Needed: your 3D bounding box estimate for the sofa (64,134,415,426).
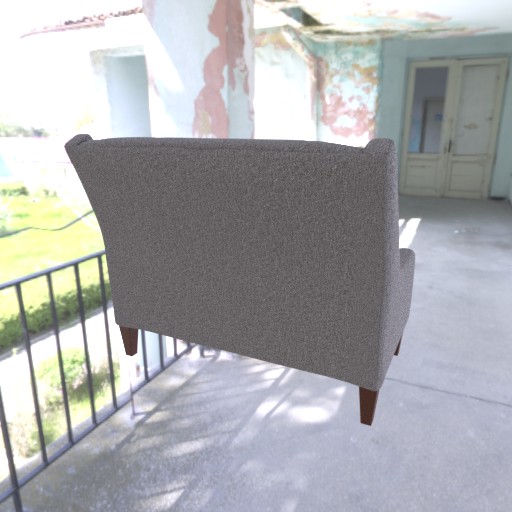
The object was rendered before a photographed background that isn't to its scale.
[{"bbox_3d":[0.000,0.000,1.923,1.242,1.026,0.862,8,19,25],"label":"sofa"}]
